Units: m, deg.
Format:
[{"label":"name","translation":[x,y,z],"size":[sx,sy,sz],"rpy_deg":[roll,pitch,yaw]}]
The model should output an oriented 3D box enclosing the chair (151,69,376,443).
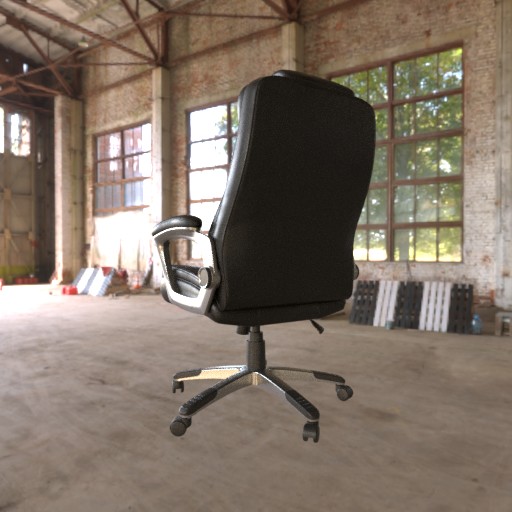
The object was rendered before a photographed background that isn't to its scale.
[{"label":"chair","translation":[0.000,0.000,1.558],"size":[0.697,1.075,0.689],"rpy_deg":[-1,1,-35]}]
